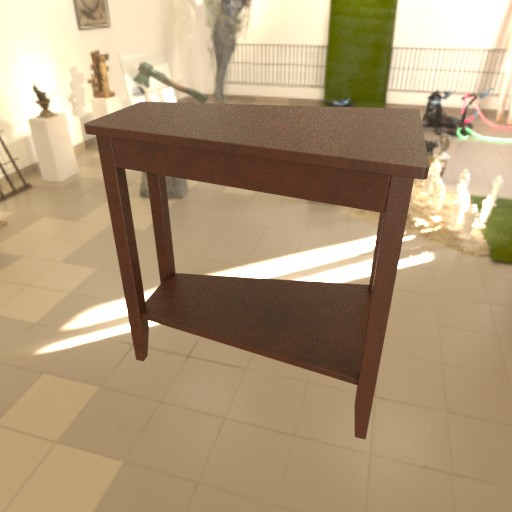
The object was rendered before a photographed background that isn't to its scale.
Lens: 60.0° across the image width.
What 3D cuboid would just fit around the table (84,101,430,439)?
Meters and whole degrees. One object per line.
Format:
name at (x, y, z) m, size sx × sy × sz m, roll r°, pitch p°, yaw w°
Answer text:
table at (0.000, 0.000, 0.986) m, size 0.605 × 0.589 × 0.399 m, roll 8°, pitch 31°, yaw 14°
